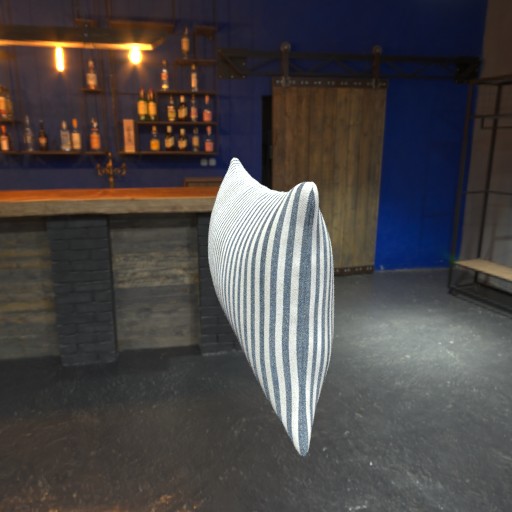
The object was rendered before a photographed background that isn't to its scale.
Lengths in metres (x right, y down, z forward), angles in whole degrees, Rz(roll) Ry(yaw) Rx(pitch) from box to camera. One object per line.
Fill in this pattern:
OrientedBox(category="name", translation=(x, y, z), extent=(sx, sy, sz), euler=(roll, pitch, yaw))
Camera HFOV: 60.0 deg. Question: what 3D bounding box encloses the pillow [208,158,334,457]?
OrientedBox(category="pillow", translation=(0.000, 0.000, 0.728), extent=(0.151, 0.295, 0.617), euler=(-2, 15, -9))
